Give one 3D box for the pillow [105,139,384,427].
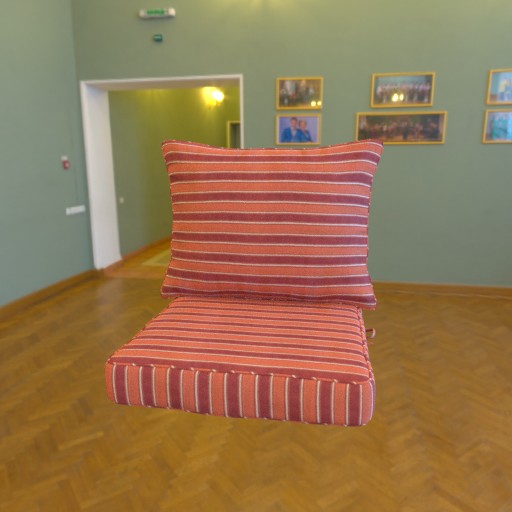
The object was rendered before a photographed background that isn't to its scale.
[{"bbox_3d":[0.000,0.000,1.372,0.799,0.723,0.733,2,13,9],"label":"pillow"}]
